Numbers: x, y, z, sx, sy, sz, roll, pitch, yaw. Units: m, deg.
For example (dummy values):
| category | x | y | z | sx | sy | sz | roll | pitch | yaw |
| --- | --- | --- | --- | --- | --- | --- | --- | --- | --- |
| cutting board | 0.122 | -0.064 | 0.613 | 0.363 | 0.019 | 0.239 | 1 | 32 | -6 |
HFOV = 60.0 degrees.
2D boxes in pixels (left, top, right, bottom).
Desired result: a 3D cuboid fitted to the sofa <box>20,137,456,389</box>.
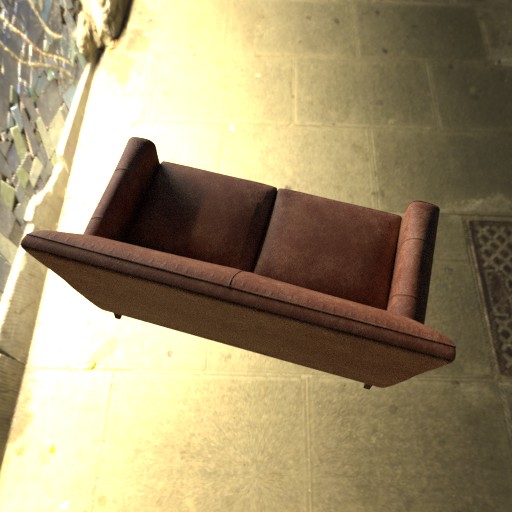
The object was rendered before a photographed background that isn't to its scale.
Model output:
| category | x | y | z | sx | sy | sz | roll | pitch | yaw |
| --- | --- | --- | --- | --- | --- | --- | --- | --- | --- |
| sofa | 0.000 | 0.000 | 1.982 | 1.473 | 0.871 | 0.787 | 14 | 64 | 7 |
